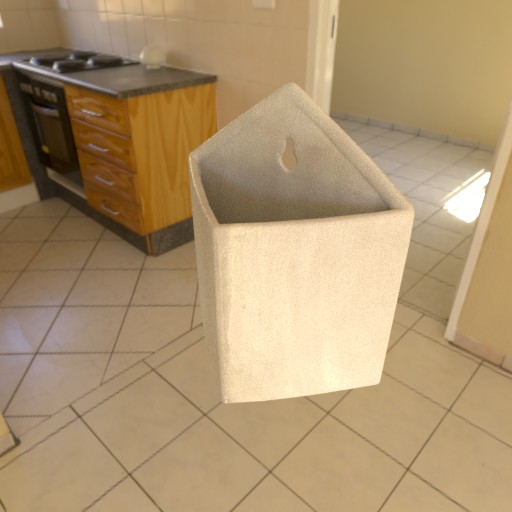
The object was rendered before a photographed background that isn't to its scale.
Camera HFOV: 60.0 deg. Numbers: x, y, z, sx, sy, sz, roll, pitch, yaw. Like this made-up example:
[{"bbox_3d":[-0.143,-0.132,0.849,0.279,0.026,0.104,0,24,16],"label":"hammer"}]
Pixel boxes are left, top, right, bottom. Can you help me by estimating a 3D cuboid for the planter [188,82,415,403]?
[{"bbox_3d":[0.000,0.000,0.276,0.163,0.194,0.080,19,37,28],"label":"planter"}]
